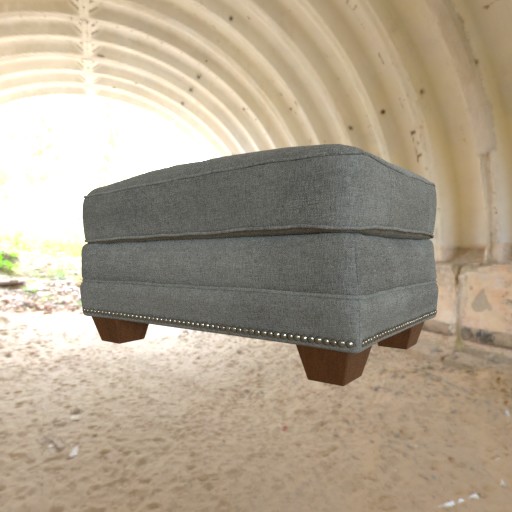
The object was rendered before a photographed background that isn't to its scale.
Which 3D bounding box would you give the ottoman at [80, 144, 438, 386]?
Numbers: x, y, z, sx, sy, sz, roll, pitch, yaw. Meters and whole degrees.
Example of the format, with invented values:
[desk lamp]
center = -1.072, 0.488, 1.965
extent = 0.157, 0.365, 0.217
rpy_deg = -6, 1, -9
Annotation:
[ottoman]
center = 0.000, 0.000, 1.172
extent = 0.813, 0.457, 0.561
rpy_deg = 0, 1, 36
